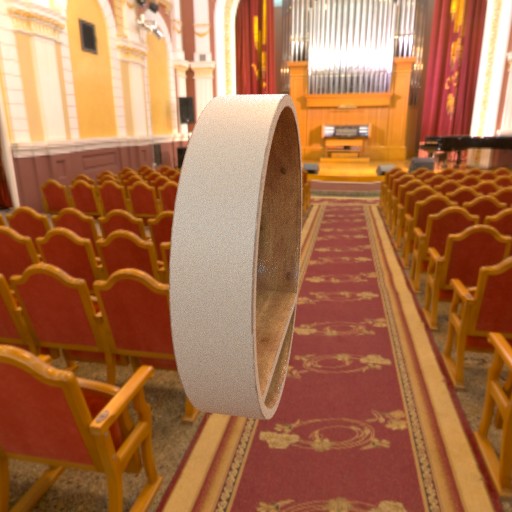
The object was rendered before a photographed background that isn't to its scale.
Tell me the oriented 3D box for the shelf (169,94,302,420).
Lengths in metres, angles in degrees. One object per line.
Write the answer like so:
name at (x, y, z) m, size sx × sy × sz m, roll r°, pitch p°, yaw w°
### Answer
shelf at (0.000, 0.000, 1.178) m, size 0.158 × 0.807 × 0.806 m, roll 3°, pitch 17°, yaw 11°
